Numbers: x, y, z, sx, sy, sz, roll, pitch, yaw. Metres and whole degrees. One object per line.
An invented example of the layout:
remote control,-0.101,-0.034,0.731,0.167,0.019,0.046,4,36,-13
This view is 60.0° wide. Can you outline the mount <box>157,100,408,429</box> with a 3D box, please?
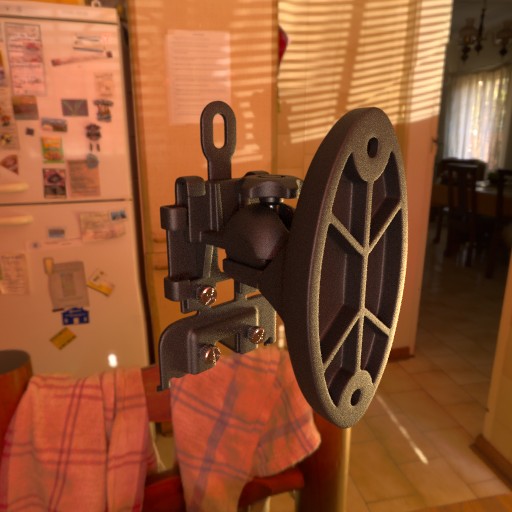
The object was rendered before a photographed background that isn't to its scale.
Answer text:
mount,0.000,0.000,0.175,0.066,0.118,0.100,-14,21,-41
